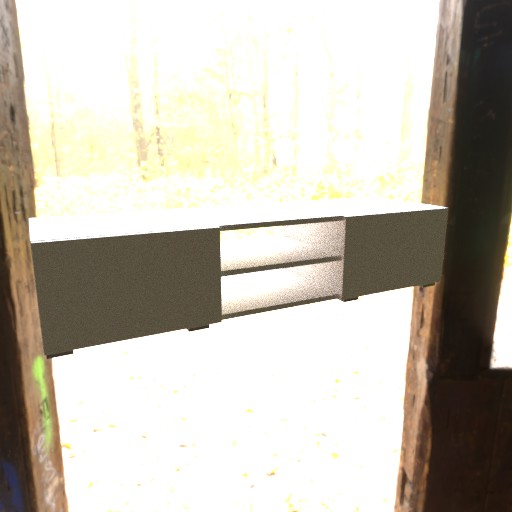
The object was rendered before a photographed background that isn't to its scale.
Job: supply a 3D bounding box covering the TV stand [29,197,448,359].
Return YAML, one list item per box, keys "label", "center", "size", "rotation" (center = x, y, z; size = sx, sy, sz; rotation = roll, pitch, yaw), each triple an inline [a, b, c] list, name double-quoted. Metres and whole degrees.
- label: "TV stand"
  center: [0.000, 0.000, 1.564]
  size: [1.400, 0.310, 0.420]
  rotation: [-7, 15, -26]
